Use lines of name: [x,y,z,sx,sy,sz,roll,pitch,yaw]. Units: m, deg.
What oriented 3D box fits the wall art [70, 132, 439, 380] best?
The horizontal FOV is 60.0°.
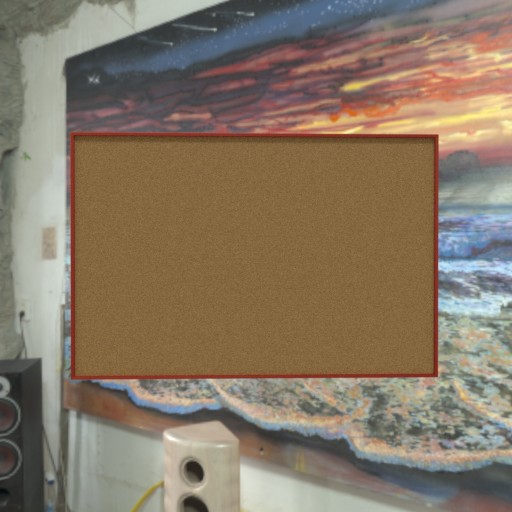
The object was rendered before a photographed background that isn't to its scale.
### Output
wall art: [0.000,0.000,0.747,0.607,0.405,0.033,0,0,-1]
